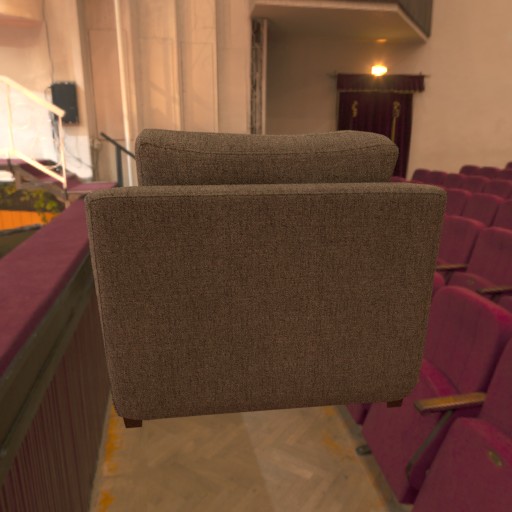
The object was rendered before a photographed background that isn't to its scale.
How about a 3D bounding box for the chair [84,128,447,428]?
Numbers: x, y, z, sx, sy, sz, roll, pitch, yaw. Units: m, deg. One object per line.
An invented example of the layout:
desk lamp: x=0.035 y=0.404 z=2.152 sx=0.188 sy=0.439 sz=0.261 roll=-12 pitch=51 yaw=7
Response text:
chair: x=0.000 y=0.000 z=1.899 sx=1.138 sy=1.037 sz=1.009 roll=-2 pitch=15 yaw=-7
